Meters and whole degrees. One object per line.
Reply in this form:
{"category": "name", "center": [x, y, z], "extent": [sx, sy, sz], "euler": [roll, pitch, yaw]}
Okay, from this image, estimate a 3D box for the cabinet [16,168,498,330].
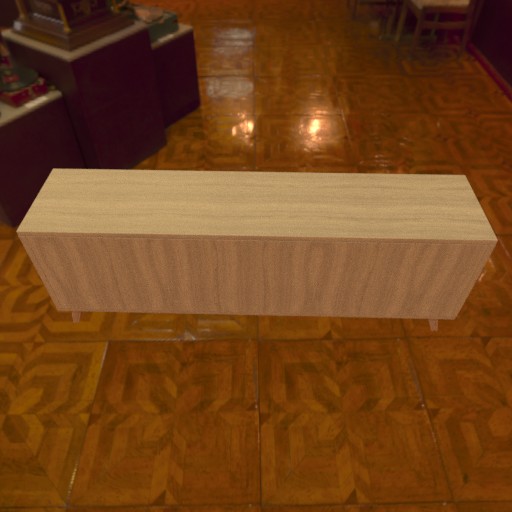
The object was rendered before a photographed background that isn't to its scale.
{"category": "cabinet", "center": [0.000, 0.000, 2.471], "extent": [2.198, 0.779, 0.499], "euler": [1, 46, 1]}
